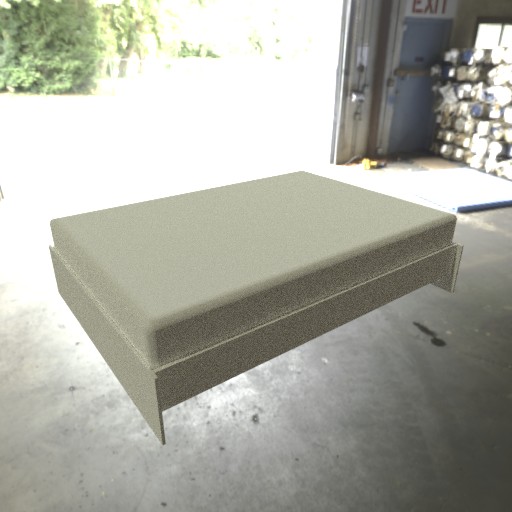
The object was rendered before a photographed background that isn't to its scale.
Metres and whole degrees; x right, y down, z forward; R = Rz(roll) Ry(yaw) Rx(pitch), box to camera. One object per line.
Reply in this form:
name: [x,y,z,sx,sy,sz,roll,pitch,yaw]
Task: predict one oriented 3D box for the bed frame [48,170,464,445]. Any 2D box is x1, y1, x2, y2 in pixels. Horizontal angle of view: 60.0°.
bed frame: [0.000,0.000,2.614,1.945,0.497,1.445,-17,30,-33]
